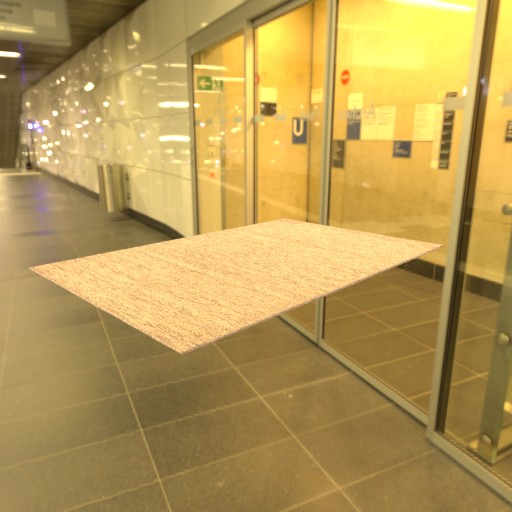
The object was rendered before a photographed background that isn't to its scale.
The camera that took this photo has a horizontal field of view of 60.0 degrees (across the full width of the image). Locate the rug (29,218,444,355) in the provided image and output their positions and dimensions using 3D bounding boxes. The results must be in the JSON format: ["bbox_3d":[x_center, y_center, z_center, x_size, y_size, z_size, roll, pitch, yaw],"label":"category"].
[{"bbox_3d":[0.000,0.000,2.330,1.225,0.013,1.840,15,21,43],"label":"rug"}]
